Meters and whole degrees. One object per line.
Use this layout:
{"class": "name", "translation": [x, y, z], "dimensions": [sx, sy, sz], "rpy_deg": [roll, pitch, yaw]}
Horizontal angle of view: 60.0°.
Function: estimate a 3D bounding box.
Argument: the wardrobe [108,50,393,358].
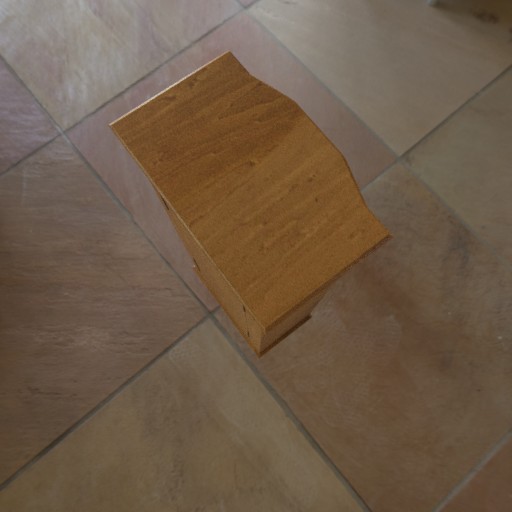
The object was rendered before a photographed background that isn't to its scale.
{"class": "wardrobe", "translation": [0.000, 0.000, 1.127], "dimensions": [0.273, 0.959, 0.406], "rpy_deg": [-36, 77, -9]}
